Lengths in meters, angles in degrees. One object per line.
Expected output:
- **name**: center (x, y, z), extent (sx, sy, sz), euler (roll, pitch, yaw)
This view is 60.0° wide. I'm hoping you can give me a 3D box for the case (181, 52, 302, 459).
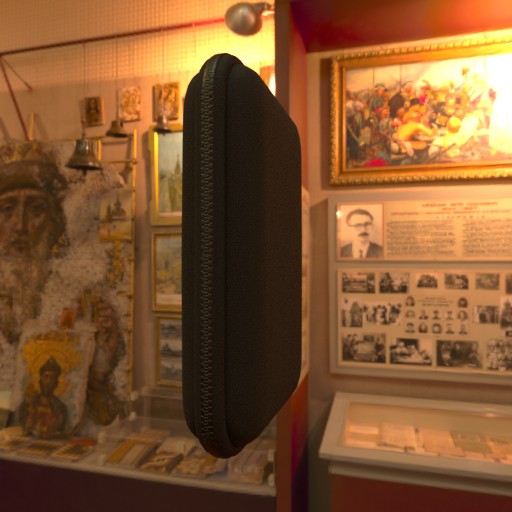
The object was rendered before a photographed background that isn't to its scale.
- **case**: center (0.000, 0.000, 0.196), extent (0.030, 0.147, 0.107), euler (0, -1, 18)
